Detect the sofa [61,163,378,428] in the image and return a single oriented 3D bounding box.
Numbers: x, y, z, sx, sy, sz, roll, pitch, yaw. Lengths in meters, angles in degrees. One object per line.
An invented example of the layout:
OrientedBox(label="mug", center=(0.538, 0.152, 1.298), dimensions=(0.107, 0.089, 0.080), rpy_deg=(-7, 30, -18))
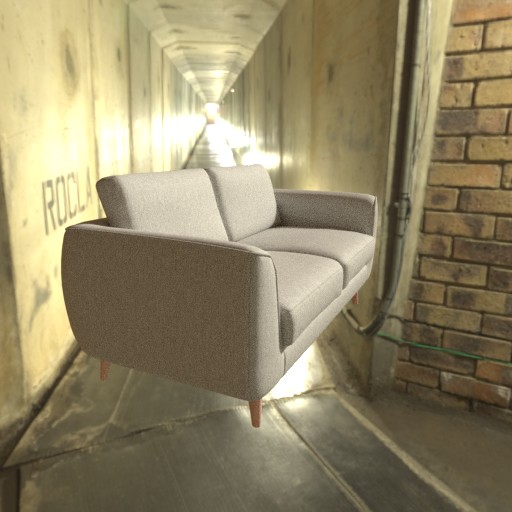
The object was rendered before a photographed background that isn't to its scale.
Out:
OrientedBox(label="sofa", center=(0.000, 0.000, 2.205), dimensions=(0.920, 0.850, 1.700), rpy_deg=(7, 16, 26))
